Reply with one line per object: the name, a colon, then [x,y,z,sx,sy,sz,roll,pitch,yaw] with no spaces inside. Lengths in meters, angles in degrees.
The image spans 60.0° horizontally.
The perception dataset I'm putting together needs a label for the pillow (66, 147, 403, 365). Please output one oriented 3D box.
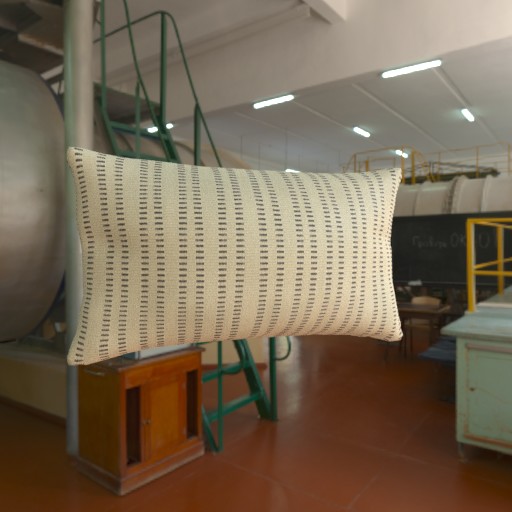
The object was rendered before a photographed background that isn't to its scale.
pillow: [0.000,0.000,0.802,0.640,0.353,0.210,0,1,-18]
